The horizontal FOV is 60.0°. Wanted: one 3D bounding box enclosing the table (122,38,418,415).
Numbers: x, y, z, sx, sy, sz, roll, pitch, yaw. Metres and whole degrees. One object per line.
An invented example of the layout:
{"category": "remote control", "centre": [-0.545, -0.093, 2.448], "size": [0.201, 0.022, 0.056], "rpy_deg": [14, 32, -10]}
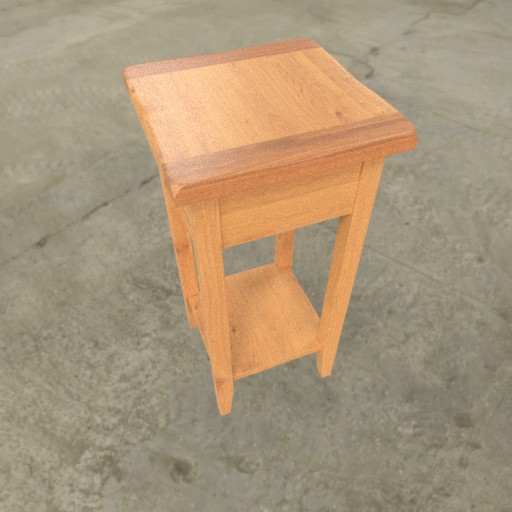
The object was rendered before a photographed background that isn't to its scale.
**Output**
{"category": "table", "centre": [0.000, 0.000, 0.965], "size": [0.360, 0.740, 0.360], "rpy_deg": [-16, 49, -14]}
